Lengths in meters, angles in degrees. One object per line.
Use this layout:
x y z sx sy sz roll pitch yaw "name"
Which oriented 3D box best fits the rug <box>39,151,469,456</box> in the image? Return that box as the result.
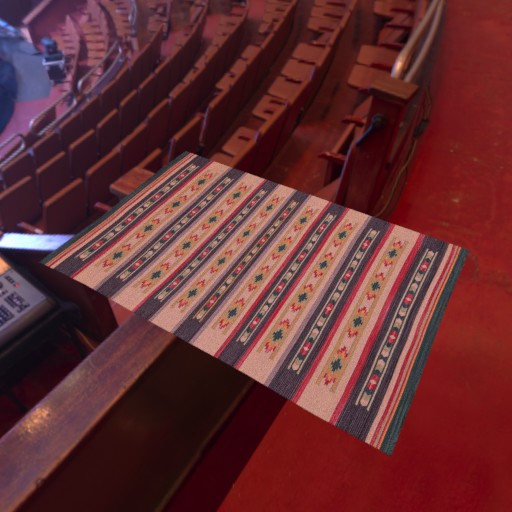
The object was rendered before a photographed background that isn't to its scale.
0.000 0.000 2.833 2.311 0.010 1.522 23 49 22 "rug"
